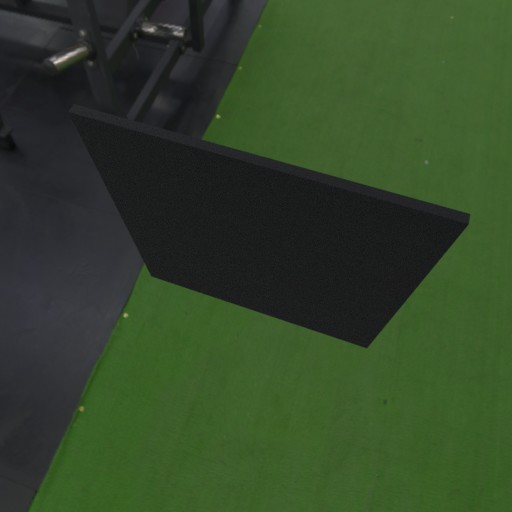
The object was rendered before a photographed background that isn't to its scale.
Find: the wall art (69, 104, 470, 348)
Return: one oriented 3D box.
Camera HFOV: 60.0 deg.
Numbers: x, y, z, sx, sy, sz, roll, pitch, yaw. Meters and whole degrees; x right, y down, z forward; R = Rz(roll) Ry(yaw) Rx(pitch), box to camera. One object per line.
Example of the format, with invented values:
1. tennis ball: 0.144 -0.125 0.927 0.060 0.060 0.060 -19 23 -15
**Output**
1. wall art: 0.000 0.000 0.684 0.456 0.458 0.013 17 64 9
